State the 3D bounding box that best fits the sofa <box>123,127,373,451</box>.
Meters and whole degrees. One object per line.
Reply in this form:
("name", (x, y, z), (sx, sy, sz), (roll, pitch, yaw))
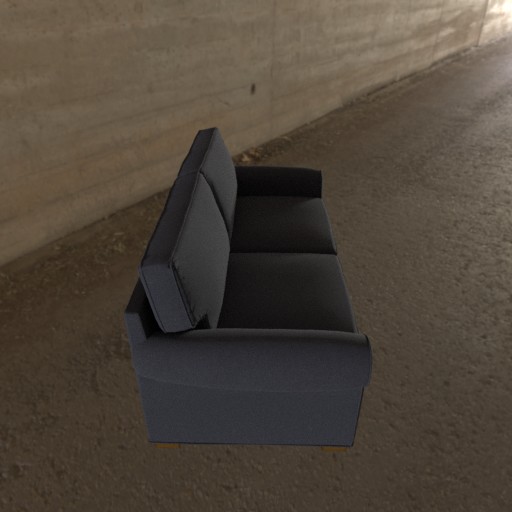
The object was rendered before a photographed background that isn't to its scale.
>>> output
("sofa", (0.000, 0.000, 2.536), (0.951, 1.031, 2.009), (1, 32, 1))
